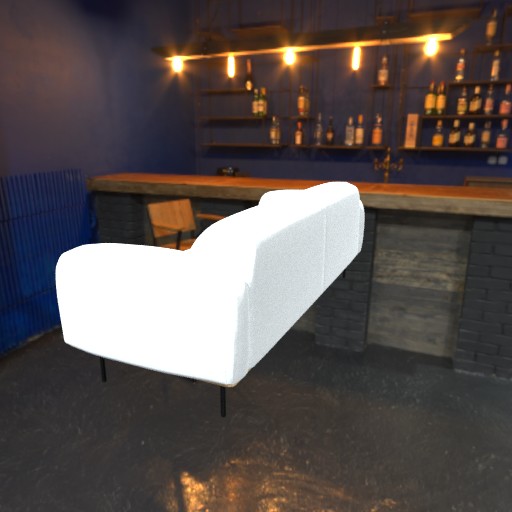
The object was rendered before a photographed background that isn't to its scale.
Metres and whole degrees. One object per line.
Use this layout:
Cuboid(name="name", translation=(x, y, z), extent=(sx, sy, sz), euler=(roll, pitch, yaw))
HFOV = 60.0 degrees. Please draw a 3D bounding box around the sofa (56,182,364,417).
Cuboid(name="sofa", translation=(0.000, 0.000, 2.677), extent=(0.870, 0.780, 2.280), euler=(7, 17, 24))
